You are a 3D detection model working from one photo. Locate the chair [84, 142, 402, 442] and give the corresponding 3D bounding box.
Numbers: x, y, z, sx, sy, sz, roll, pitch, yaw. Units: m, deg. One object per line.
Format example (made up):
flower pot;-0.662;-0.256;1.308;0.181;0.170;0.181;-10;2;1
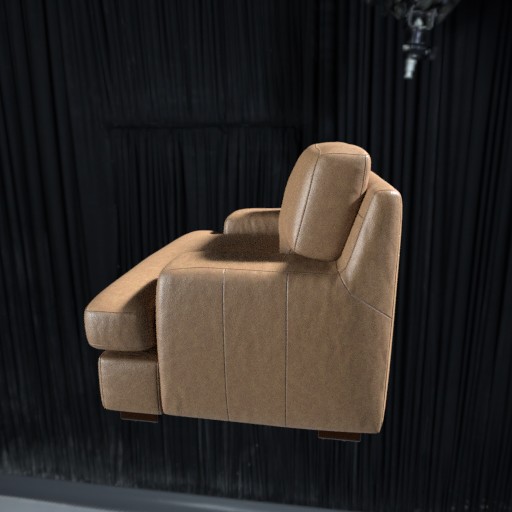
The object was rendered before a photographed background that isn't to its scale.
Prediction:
chair;0.000;0.000;1.963;1.050;0.978;1.276;2;15;8
